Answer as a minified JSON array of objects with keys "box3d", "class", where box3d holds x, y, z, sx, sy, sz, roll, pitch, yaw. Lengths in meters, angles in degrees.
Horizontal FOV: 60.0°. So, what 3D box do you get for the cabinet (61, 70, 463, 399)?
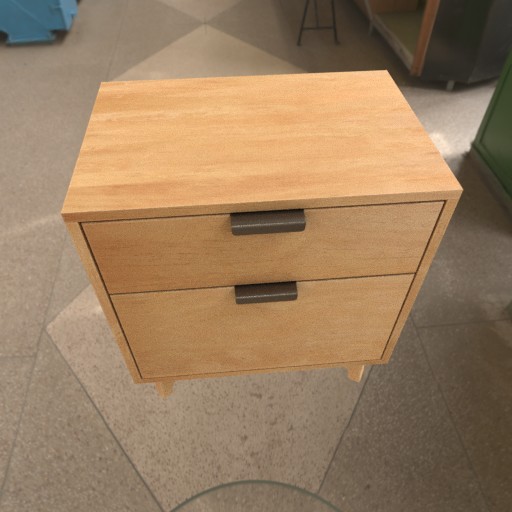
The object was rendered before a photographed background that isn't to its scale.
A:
[{"box3d":[0.000,0.000,0.942,0.551,0.599,0.394,-4,48,-3],"class":"cabinet"}]
